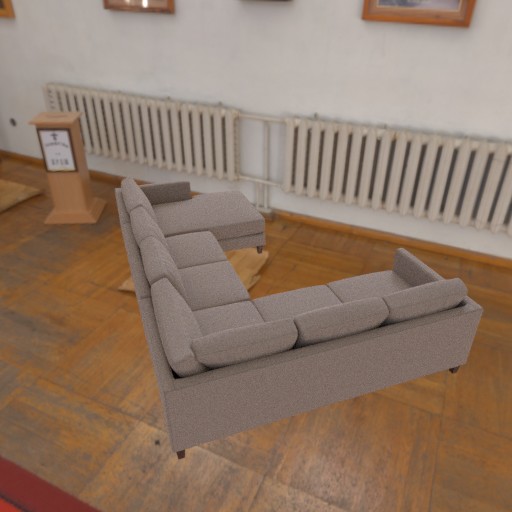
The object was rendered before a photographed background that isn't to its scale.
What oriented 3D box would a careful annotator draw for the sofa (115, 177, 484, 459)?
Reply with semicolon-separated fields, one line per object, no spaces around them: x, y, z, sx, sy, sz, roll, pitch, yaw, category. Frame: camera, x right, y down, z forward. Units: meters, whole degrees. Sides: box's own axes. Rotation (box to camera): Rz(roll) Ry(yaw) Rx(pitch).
0.000;0.000;4.487;2.424;0.865;3.438;-11;32;-17;sofa
